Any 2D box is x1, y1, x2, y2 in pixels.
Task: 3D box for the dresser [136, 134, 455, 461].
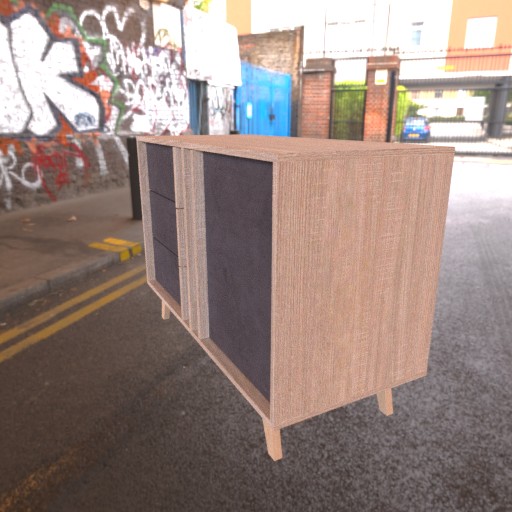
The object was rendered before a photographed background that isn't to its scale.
[{"bbox_3d":[0.000,0.000,1.539,0.500,0.780,1.110,-9,19,-27],"label":"dresser"}]
